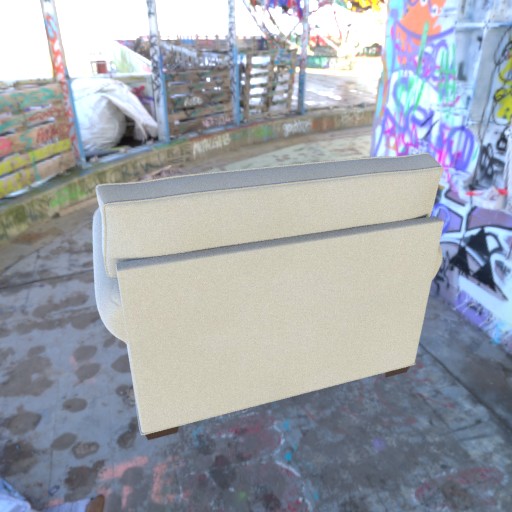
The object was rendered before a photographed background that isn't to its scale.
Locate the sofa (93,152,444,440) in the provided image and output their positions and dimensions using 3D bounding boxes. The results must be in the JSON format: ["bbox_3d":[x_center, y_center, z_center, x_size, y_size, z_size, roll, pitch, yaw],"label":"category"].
[{"bbox_3d":[0.000,0.000,2.059,1.405,1.006,0.937,-9,28,-17],"label":"sofa"}]
